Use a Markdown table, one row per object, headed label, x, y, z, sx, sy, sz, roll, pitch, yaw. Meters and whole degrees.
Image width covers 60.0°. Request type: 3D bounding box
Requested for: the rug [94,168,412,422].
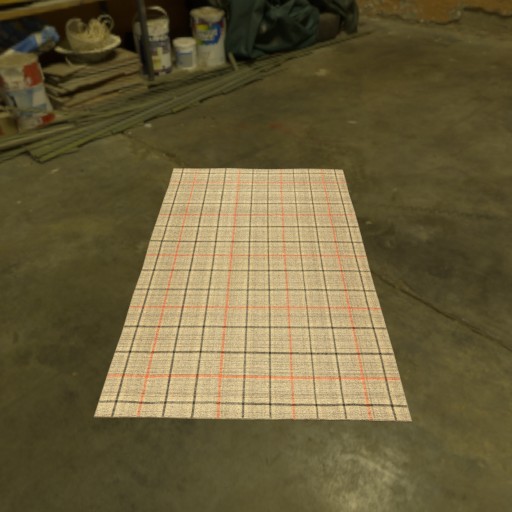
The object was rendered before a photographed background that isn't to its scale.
| label | x | y | z | sx | sy | sz | roll | pitch | yaw |
| --- | --- | --- | --- | --- | --- | --- | --- | --- | --- |
| rug | 0.000 | 0.000 | 3.055 | 1.524 | 0.015 | 2.439 | 1 | 40 | 1 |
